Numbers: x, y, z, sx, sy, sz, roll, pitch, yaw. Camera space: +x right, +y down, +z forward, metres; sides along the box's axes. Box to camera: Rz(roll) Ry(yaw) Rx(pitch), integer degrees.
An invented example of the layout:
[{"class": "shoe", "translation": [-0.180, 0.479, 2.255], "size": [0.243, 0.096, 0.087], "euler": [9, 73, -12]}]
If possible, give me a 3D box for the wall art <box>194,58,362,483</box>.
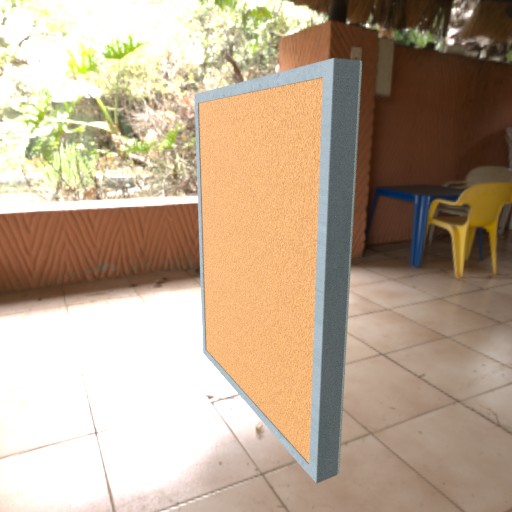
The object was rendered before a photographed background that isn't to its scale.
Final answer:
[{"class": "wall art", "translation": [0.000, 0.000, 0.691], "size": [0.037, 0.509, 0.409], "euler": [-7, 16, -27]}]
